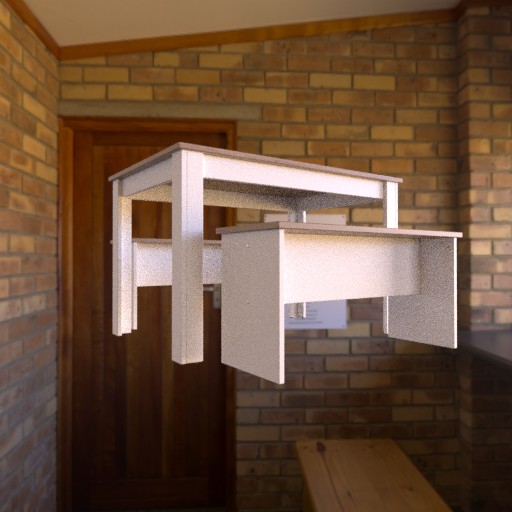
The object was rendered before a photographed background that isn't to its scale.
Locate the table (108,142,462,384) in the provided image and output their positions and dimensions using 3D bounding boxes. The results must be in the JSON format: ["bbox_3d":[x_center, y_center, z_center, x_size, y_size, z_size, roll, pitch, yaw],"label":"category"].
[{"bbox_3d":[0.000,0.000,1.990,1.100,0.700,1.443,0,-1,-35],"label":"table"}]
